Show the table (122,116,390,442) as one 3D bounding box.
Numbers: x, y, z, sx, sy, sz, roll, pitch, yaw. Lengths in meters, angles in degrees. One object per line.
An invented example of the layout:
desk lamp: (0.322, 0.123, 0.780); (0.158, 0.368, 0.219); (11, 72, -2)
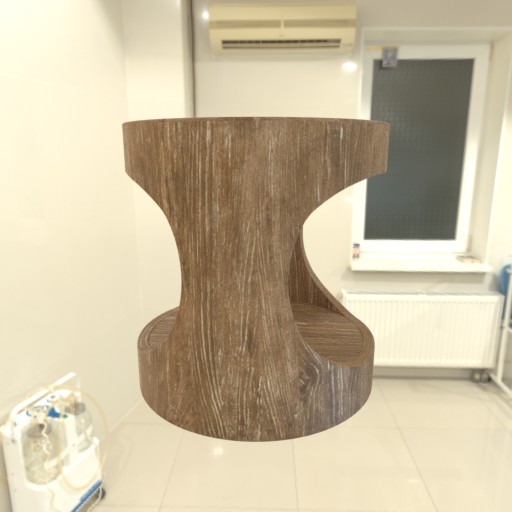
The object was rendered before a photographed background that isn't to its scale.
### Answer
table: (0.000, 0.000, 0.974); (0.527, 0.551, 0.527); (0, 14, 0)
